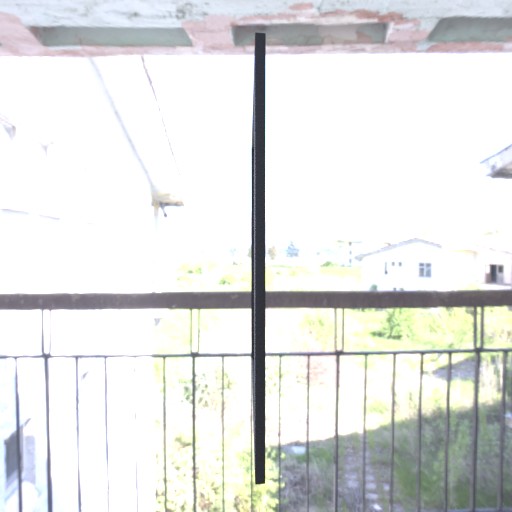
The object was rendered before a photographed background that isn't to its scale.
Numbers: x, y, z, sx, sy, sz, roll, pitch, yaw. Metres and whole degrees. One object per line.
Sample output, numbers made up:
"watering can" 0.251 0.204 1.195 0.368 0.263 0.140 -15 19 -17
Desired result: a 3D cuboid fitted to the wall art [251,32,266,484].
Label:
"wall art" 0.000 0.000 0.975 0.016 0.659 0.663 0 1 -1
